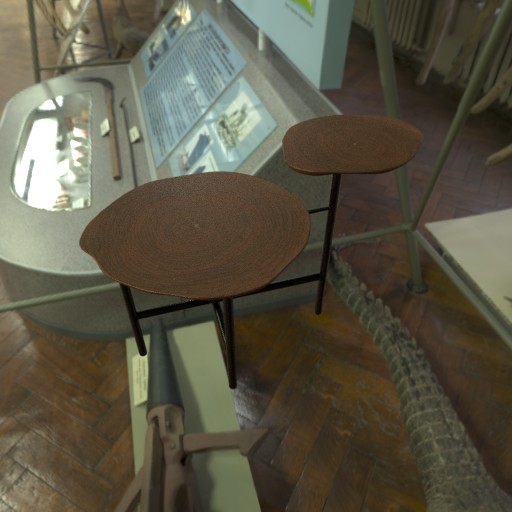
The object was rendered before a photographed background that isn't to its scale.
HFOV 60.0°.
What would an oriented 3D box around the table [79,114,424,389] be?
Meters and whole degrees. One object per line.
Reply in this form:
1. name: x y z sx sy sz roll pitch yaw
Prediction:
1. table: 0.000 0.000 1.069 0.759 0.538 0.442 -10 42 -12
